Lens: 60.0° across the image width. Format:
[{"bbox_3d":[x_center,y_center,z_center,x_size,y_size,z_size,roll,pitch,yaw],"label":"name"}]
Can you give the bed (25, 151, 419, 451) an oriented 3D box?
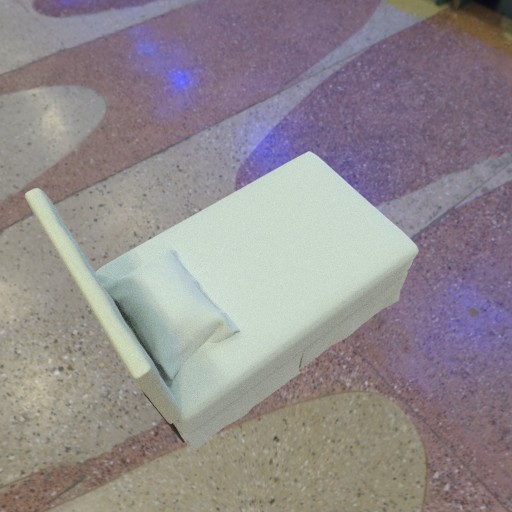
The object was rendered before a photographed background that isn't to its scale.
[{"bbox_3d":[0.000,0.000,2.869,1.997,1.571,1.261,-32,63,-18],"label":"bed"}]
